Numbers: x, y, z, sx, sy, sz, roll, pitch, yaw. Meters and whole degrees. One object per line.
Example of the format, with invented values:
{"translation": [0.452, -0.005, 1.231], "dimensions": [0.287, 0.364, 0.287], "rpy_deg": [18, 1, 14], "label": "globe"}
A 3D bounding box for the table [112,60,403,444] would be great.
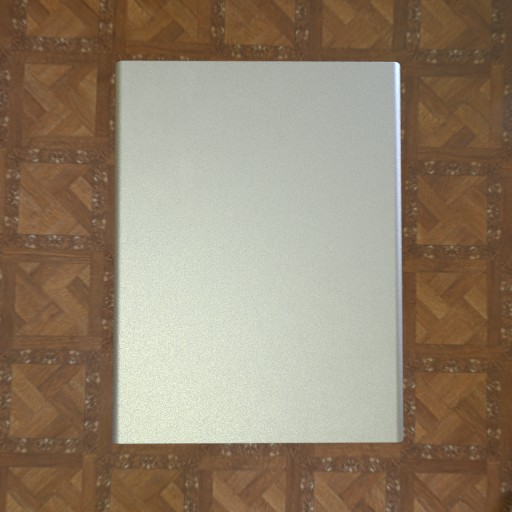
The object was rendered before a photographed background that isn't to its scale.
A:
{"translation": [0.000, 0.000, 1.320], "dimensions": [0.584, 0.876, 0.762], "rpy_deg": [0, 88, -1], "label": "table"}
